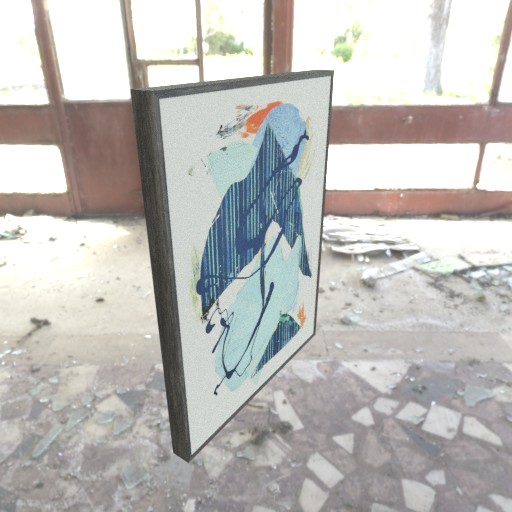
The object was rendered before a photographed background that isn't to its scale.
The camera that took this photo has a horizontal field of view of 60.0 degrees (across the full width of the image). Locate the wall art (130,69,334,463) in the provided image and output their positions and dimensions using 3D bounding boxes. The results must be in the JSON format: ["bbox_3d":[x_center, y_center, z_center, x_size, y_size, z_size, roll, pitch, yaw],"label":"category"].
[{"bbox_3d":[0.000,0.000,1.355,0.063,1.016,0.762,17,31,31],"label":"wall art"}]
